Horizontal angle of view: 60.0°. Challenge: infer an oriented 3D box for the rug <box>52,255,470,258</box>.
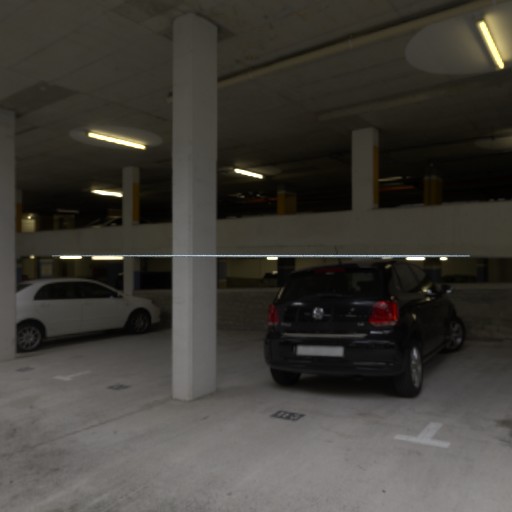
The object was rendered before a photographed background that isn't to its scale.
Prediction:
[{"bbox_3d":[0.000,0.000,2.912,2.286,0.006,1.522,0,0,36],"label":"rug"}]
